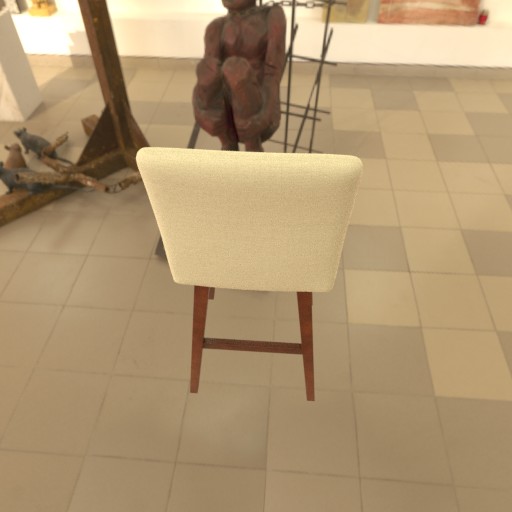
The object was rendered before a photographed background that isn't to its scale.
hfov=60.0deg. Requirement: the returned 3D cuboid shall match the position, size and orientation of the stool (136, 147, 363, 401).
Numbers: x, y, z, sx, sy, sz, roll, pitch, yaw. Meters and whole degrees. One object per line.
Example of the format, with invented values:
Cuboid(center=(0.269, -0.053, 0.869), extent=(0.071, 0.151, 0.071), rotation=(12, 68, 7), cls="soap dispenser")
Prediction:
Cuboid(center=(0.000, 0.000, 1.420), extent=(0.470, 1.097, 0.559), rotation=(3, 47, 3), cls="stool")
